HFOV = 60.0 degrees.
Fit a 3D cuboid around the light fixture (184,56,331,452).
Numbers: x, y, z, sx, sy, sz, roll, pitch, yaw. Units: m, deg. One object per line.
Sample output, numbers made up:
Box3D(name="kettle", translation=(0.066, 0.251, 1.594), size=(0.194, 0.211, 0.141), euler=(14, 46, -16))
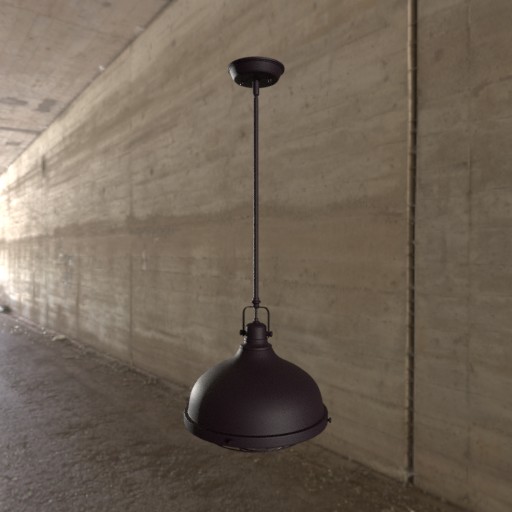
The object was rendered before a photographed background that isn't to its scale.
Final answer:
Box3D(name="light fixture", translation=(0.000, 0.000, 1.010), size=(0.341, 0.849, 0.341), euler=(0, 1, 16))
